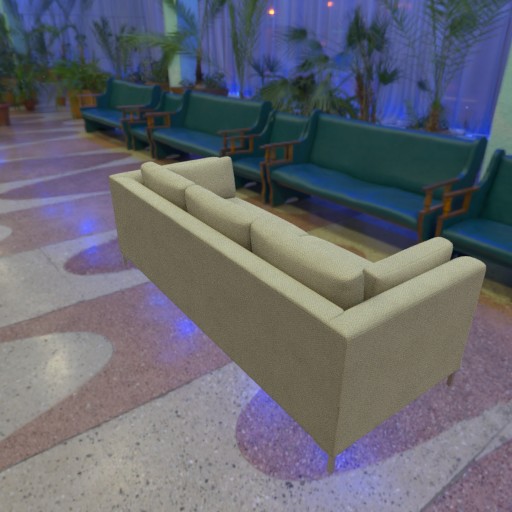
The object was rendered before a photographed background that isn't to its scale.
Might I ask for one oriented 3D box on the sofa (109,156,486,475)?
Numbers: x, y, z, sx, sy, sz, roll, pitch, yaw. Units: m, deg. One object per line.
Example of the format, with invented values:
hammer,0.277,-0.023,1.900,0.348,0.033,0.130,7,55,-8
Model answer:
sofa,0.000,0.000,2.832,0.969,0.867,2.415,-18,32,-32
